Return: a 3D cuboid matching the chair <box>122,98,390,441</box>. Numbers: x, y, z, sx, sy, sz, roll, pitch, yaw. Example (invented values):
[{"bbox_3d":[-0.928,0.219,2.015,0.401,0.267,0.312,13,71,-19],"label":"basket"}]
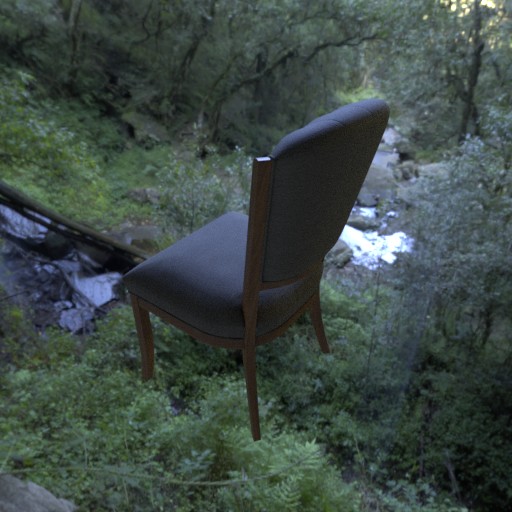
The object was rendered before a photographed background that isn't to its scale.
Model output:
[{"bbox_3d":[0.000,0.000,1.259,0.584,0.905,0.513,21,38,30],"label":"chair"}]
